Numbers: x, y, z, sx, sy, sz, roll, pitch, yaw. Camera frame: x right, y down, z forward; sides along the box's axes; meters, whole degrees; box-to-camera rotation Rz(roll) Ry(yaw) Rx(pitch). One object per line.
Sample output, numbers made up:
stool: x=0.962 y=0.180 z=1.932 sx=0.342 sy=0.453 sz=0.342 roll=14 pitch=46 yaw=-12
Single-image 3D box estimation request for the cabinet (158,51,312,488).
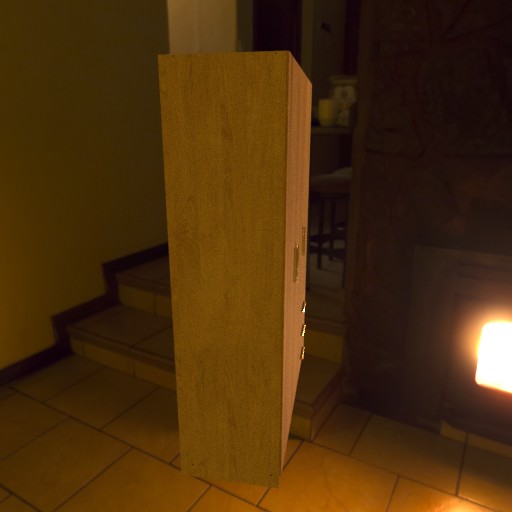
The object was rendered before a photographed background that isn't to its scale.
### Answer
cabinet: x=0.000 y=0.000 z=2.491 sx=0.510 sy=1.910 sz=1.290 roll=3 pitch=16 yaw=10
